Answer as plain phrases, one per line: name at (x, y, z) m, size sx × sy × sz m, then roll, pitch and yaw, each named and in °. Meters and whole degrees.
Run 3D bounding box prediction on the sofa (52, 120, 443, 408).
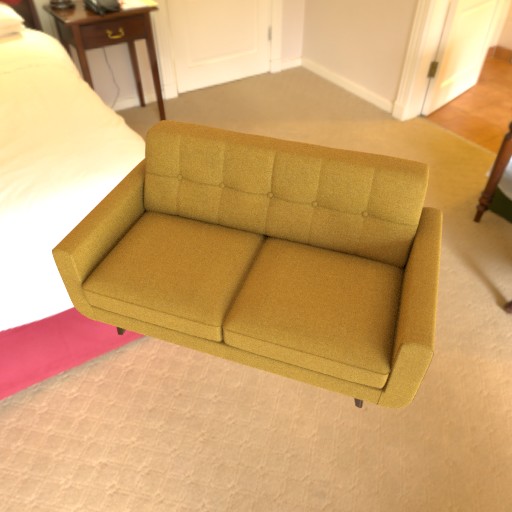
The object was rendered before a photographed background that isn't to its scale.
sofa at (0.000, 0.000, 2.147) m, size 1.631 × 0.841 × 0.909 m, roll 13°, pitch 44°, yaw 14°
